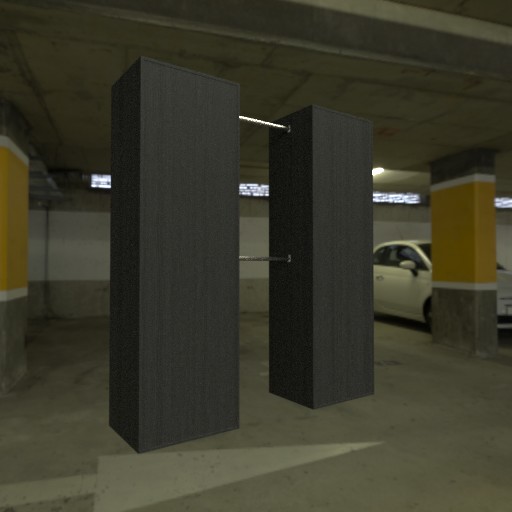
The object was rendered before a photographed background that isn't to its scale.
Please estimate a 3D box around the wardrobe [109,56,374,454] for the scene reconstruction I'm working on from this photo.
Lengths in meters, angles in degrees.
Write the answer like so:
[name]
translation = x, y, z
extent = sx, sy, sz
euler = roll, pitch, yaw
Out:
[wardrobe]
translation = 0.000, 0.000, 2.931
extent = 1.770, 2.000, 0.480
euler = 1, -1, -35
